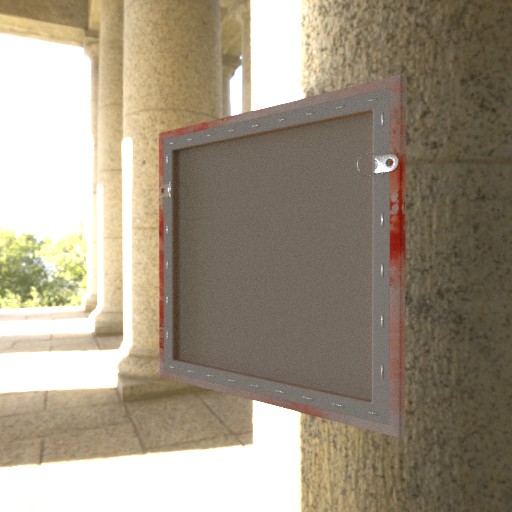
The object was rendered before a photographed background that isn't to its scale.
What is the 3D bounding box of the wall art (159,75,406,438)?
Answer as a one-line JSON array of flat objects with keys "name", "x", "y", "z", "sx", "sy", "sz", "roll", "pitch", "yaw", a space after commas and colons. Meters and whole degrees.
[{"name": "wall art", "x": 0.000, "y": 0.000, "z": 1.331, "sx": 0.878, "sy": 0.878, "sz": 0.066, "roll": 0, "pitch": 1, "yaw": 37}]
